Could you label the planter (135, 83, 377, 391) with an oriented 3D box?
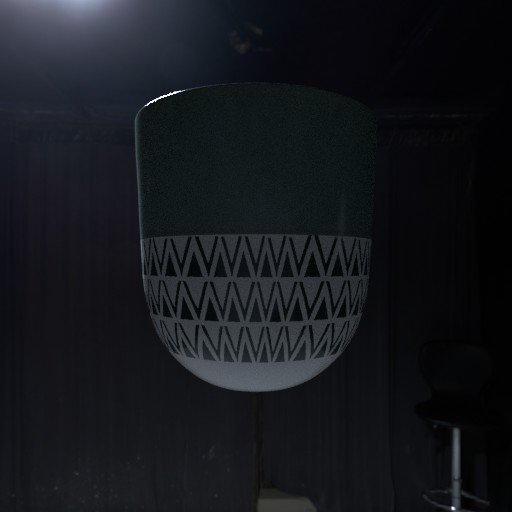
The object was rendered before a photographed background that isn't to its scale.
[{"bbox_3d":[0.000,0.000,0.374,0.198,0.214,0.198,0,-1,0],"label":"planter"}]
